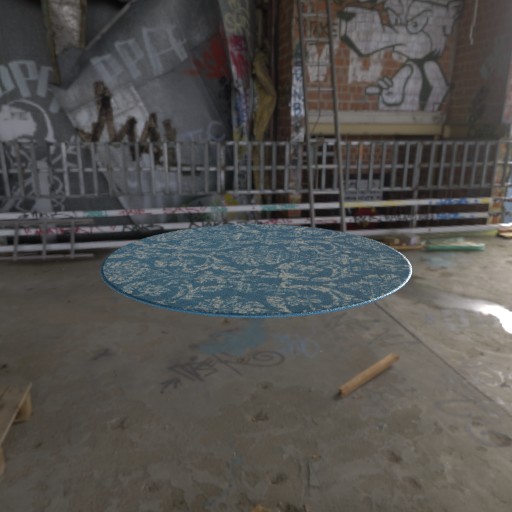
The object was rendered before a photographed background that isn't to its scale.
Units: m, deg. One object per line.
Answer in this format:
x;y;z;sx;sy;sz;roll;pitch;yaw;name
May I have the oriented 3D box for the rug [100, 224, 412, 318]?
0.000;0.000;2.390;1.593;0.012;1.593;0;16;0;rug
